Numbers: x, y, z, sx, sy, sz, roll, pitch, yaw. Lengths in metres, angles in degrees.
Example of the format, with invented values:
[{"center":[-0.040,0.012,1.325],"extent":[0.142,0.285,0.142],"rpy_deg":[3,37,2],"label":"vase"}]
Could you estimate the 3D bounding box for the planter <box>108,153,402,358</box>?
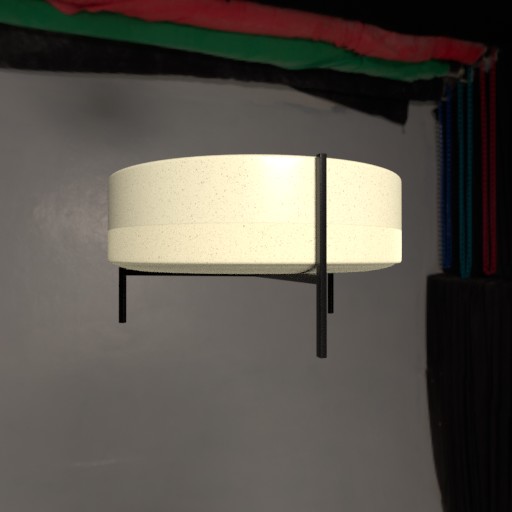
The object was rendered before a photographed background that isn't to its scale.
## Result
[{"center":[0.000,0.000,0.529],"extent":[0.336,0.171,0.345],"rpy_deg":[0,0,-19],"label":"planter"}]
